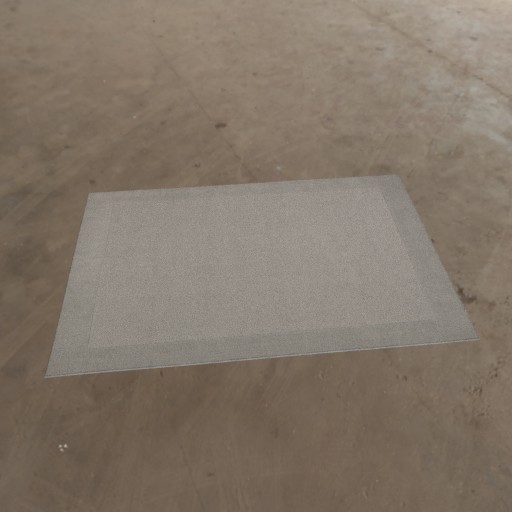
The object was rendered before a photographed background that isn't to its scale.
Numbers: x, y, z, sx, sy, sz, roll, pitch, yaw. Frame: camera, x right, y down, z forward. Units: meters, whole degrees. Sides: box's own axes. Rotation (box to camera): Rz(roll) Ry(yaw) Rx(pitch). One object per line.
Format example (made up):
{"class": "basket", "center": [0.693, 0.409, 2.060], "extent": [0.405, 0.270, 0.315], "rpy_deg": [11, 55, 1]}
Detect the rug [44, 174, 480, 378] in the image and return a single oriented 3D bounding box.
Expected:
{"class": "rug", "center": [0.000, 0.000, 2.969], "extent": [2.438, 0.014, 1.524], "rpy_deg": [-4, 49, -4]}
